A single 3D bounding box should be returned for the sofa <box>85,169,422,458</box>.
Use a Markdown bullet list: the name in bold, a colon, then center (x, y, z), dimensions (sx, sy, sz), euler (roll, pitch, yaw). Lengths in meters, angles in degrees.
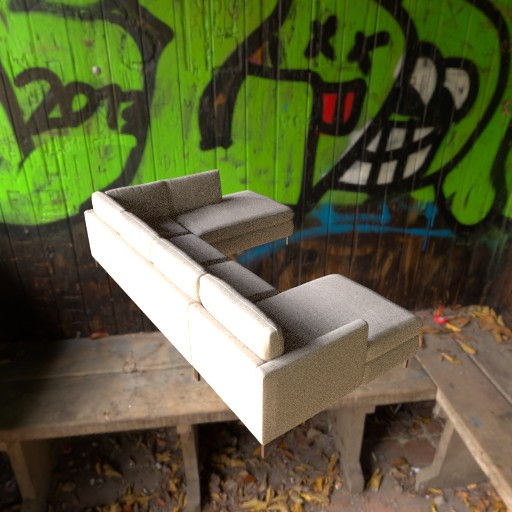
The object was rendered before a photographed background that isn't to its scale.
- **sofa**: center (0.000, 0.000, 3.580), dimensions (1.879, 0.756, 2.737), euler (-18, 32, -32)
